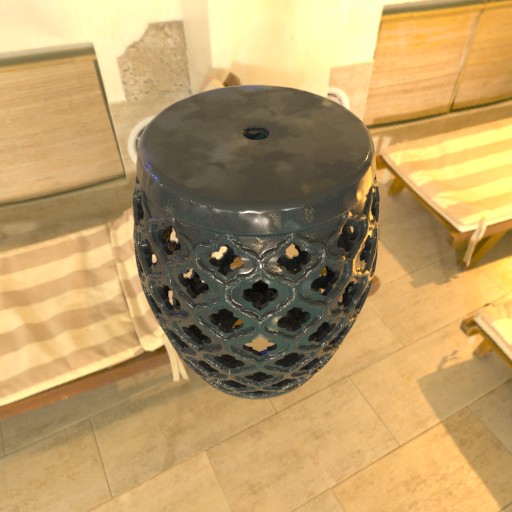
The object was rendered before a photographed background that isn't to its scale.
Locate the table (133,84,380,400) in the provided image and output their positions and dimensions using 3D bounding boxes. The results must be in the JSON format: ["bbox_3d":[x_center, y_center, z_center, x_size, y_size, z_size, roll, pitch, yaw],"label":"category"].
[{"bbox_3d":[0.000,0.000,0.630,0.325,0.388,0.325,0,45,0],"label":"table"}]
